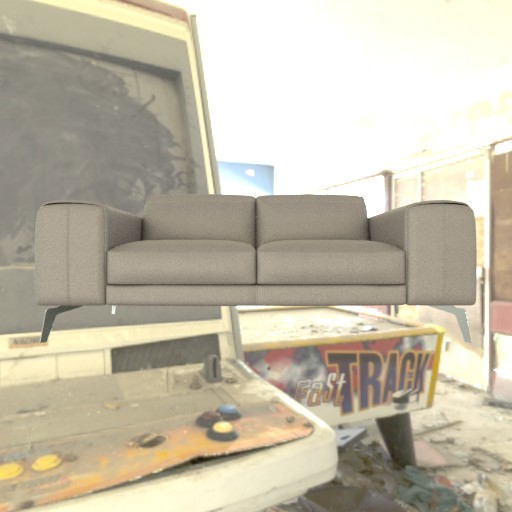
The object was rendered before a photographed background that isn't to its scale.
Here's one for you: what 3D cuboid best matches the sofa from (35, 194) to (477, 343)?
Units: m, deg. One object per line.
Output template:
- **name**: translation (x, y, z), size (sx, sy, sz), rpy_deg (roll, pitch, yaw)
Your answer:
- **sofa**: translation (0.000, 0.000, 2.411), size (1.930, 0.753, 1.024), rpy_deg (0, 0, 0)
